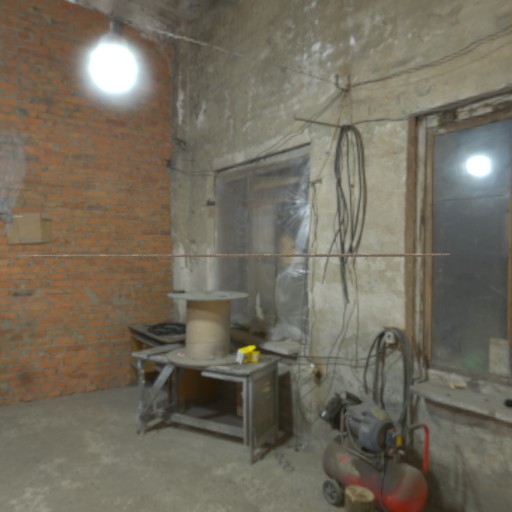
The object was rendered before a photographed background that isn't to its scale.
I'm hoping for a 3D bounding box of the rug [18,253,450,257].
[{"bbox_3d":[0.000,0.000,3.854,2.892,0.006,2.283,0,0,18],"label":"rug"}]
